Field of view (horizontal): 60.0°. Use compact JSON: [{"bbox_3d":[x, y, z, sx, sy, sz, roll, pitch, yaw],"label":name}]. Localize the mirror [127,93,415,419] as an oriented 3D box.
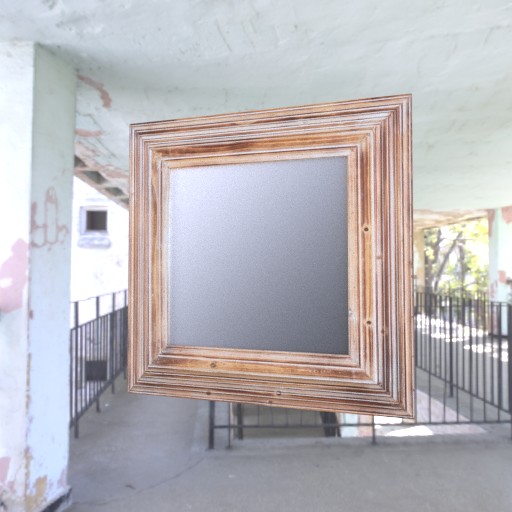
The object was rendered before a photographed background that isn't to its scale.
[{"bbox_3d":[0.000,0.000,1.198,0.804,0.804,0.061,-1,-2,17],"label":"mirror"}]
